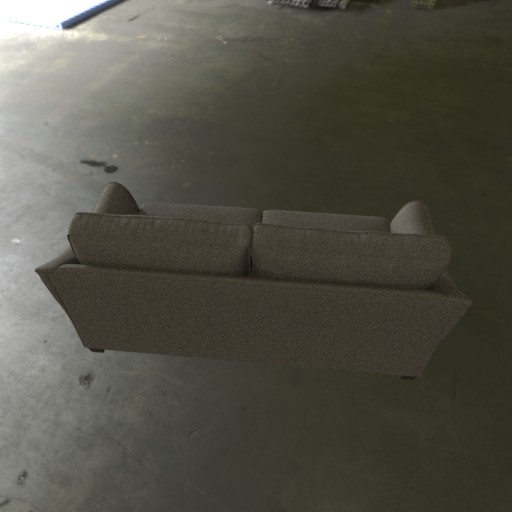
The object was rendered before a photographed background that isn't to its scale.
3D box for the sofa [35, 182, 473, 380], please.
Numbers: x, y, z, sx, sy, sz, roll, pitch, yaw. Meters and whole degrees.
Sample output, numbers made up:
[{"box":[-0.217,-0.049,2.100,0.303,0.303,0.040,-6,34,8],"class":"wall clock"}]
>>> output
[{"box":[0.000,0.000,2.746,2.203,0.976,1.013,4,46,4],"class":"sofa"}]
